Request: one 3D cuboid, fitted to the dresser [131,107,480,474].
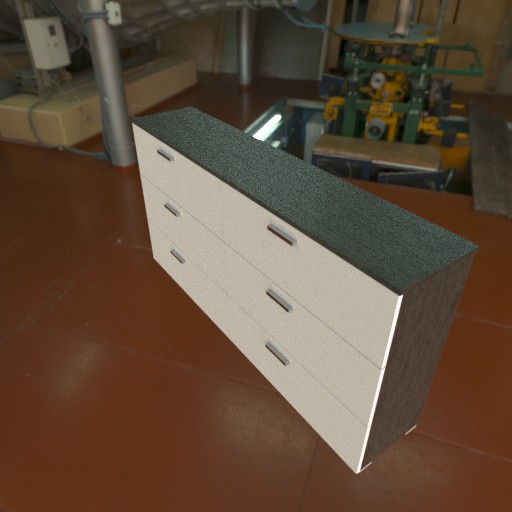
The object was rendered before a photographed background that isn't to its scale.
[{"bbox_3d":[0.000,0.000,1.817,0.333,0.790,1.535,-23,41,-29],"label":"dresser"}]
